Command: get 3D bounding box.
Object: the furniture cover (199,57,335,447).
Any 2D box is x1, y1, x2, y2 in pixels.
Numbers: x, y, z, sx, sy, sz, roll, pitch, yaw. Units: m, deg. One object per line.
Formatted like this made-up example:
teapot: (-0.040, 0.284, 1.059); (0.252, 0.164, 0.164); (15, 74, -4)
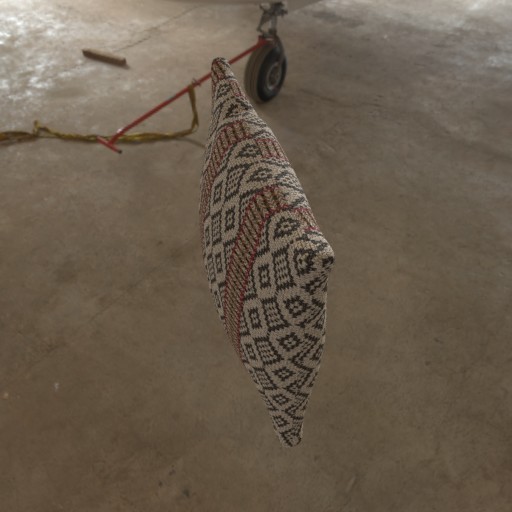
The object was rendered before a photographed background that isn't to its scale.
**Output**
furniture cover: (0.000, 0.000, 0.786); (0.182, 0.506, 0.503); (-11, 48, -10)
